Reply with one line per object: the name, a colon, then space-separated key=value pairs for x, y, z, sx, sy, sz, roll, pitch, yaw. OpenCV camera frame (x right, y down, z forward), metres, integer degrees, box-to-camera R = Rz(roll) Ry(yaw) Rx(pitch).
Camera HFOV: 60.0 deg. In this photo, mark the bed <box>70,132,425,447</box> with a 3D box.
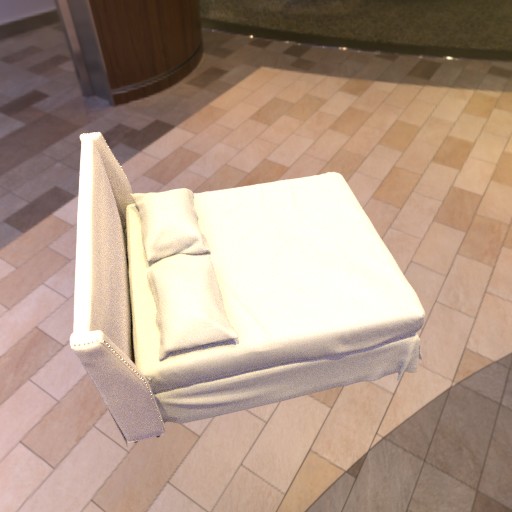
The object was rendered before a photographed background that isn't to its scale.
bed: x=0.000 y=0.000 z=3.352 sx=2.276 sy=1.332 sz=1.925 roll=-10 pitch=48 yaw=-9
